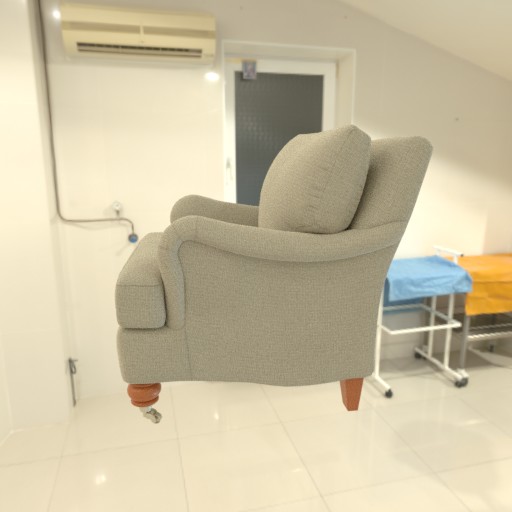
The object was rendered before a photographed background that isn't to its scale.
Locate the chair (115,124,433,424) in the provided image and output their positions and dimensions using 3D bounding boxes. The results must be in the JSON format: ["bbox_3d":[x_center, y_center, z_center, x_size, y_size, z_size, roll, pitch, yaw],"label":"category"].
[{"bbox_3d":[0.000,0.000,1.896,1.070,1.038,0.955,-2,13,-8],"label":"chair"}]
